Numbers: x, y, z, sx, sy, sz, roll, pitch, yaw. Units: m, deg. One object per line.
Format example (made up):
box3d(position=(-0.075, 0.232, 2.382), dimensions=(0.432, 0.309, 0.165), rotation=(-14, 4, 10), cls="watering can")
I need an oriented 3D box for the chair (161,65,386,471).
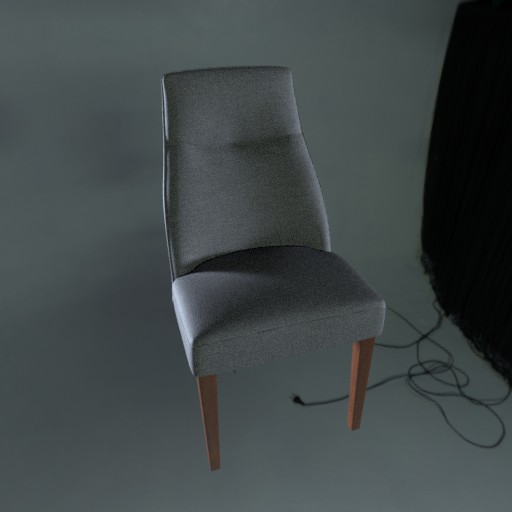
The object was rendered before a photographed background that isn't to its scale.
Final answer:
box3d(position=(0.000, 0.000, 1.267), dimensions=(0.500, 0.930, 0.620), rotation=(-9, 33, -15), cls="chair")
